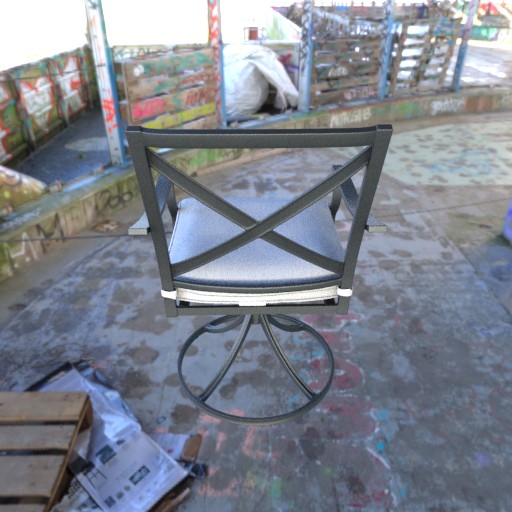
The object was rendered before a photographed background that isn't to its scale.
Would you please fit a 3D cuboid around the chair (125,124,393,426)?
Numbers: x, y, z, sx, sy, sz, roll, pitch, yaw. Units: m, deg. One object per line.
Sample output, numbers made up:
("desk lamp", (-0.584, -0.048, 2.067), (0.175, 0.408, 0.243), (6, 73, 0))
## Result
("chair", (0.000, 0.000, 1.281), (0.575, 0.889, 0.620), (-1, 31, -1))
